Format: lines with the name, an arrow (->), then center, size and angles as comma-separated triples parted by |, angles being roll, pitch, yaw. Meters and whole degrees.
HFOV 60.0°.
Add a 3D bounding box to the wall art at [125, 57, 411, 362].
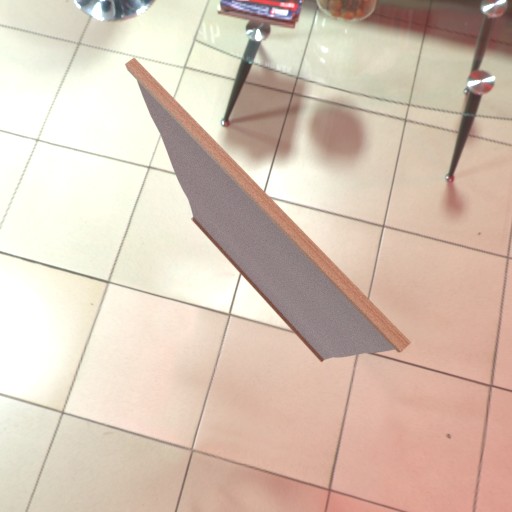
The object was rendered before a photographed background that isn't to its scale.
wall art -> 0.000, 0.000, 0.684 | 0.013, 0.508, 0.406 | -41, 79, -10
